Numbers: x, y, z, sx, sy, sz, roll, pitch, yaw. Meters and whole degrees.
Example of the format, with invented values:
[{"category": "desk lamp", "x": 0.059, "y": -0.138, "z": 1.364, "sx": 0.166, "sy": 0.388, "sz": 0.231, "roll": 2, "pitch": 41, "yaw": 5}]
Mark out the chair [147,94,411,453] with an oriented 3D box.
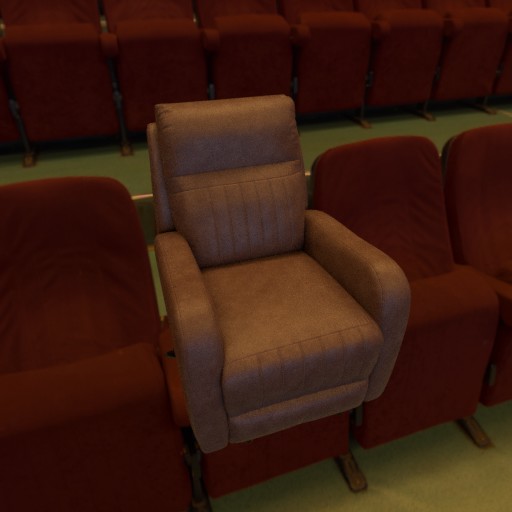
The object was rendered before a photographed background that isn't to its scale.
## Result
[{"category": "chair", "x": 0.000, "y": 0.000, "z": 1.819, "sx": 0.865, "sy": 1.067, "sz": 1.067, "roll": -10, "pitch": 34, "yaw": -16}]
